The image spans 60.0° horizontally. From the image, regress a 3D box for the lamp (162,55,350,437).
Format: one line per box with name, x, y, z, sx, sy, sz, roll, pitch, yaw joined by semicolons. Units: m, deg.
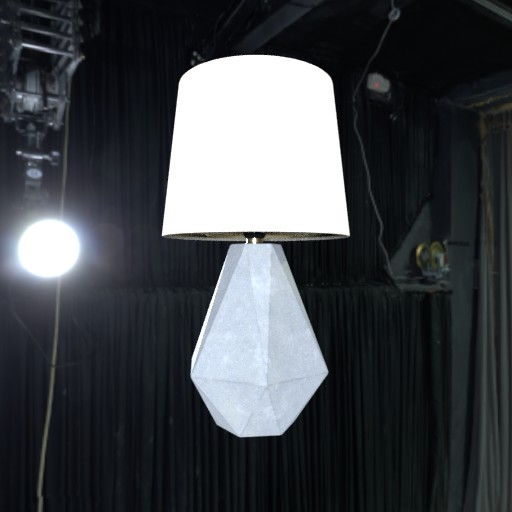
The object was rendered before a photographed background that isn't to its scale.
lamp;0.000;0.000;0.667;0.276;0.501;0.276;0;0;0
